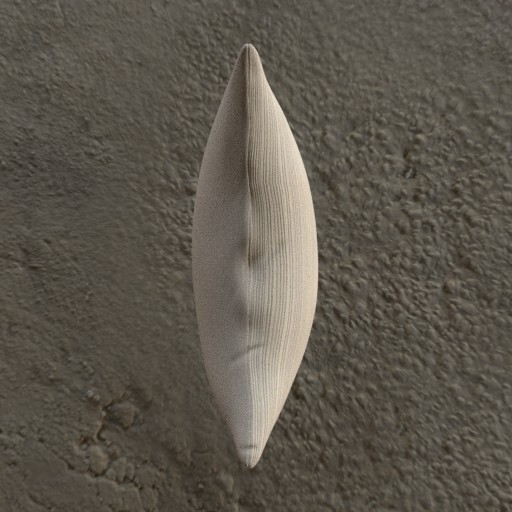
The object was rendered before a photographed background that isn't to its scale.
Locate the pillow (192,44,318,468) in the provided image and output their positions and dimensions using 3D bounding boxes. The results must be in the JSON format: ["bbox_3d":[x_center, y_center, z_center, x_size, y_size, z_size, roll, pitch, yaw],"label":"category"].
[{"bbox_3d":[0.000,0.000,0.772,0.204,0.497,0.512,0,91,1],"label":"pillow"}]
